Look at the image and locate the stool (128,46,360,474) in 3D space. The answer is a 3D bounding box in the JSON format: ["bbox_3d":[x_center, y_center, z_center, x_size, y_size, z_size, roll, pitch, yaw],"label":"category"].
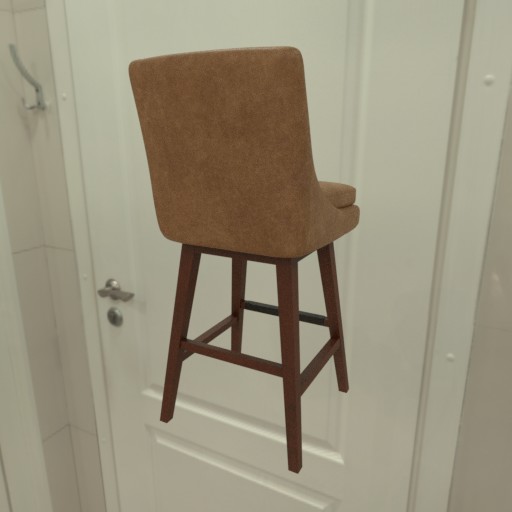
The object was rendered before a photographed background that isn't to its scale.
[{"bbox_3d":[0.000,0.000,1.355,0.487,1.079,0.572,9,18,27],"label":"stool"}]
